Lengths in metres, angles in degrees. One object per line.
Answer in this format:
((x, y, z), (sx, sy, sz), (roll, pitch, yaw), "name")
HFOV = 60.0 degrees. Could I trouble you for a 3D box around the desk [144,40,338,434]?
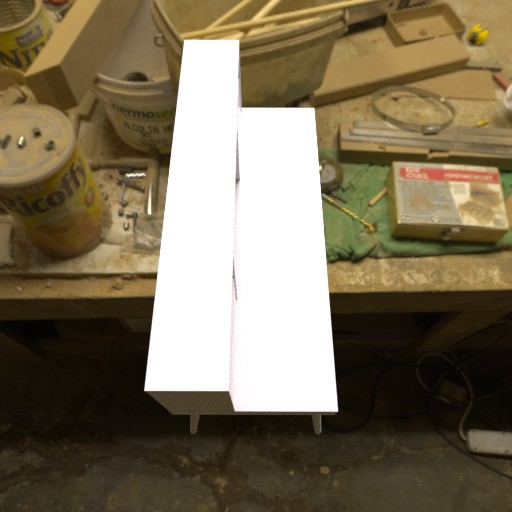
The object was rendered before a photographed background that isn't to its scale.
((0.000, 0.000, 1.720), (0.559, 0.990, 1.199), (0, 63, 0), "desk")
